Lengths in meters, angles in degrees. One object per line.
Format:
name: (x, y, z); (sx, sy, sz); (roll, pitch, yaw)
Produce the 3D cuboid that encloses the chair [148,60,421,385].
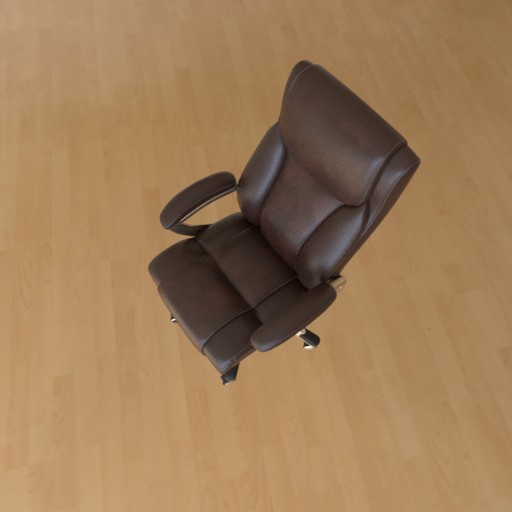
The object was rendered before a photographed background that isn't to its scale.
chair: (0.000, 0.000, 1.672); (0.749, 1.194, 0.692); (-34, 68, -15)
